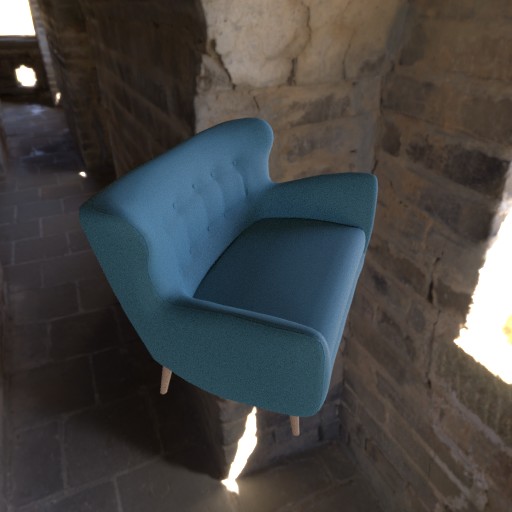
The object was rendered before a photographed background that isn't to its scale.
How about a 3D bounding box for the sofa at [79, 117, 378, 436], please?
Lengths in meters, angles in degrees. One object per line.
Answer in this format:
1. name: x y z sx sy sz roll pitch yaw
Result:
1. sofa: 0.000 0.000 1.945 0.889 0.889 1.397 10 32 17
